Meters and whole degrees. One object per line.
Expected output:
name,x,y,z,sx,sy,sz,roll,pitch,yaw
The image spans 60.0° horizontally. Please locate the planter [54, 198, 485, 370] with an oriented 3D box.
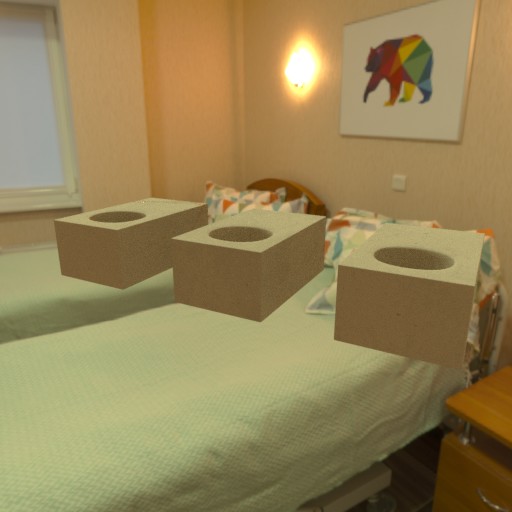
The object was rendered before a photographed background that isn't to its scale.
planter,0.000,0.000,0.372,0.333,0.051,0.127,9,20,27
